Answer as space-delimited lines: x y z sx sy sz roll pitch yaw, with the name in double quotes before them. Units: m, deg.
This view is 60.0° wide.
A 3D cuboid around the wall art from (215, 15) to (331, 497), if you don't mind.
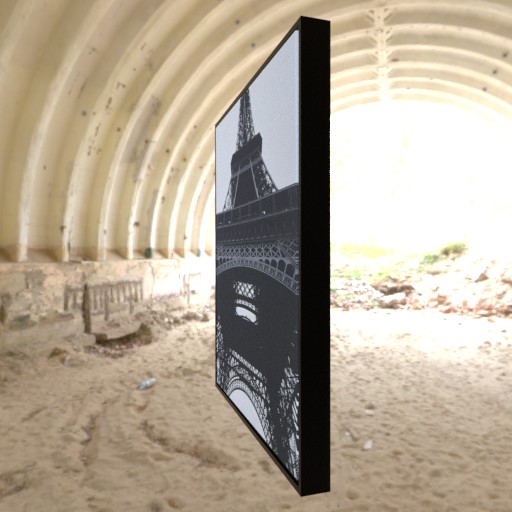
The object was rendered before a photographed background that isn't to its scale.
"wall art" 0.000 0.000 0.729 0.039 0.553 0.451 0 0 -18
